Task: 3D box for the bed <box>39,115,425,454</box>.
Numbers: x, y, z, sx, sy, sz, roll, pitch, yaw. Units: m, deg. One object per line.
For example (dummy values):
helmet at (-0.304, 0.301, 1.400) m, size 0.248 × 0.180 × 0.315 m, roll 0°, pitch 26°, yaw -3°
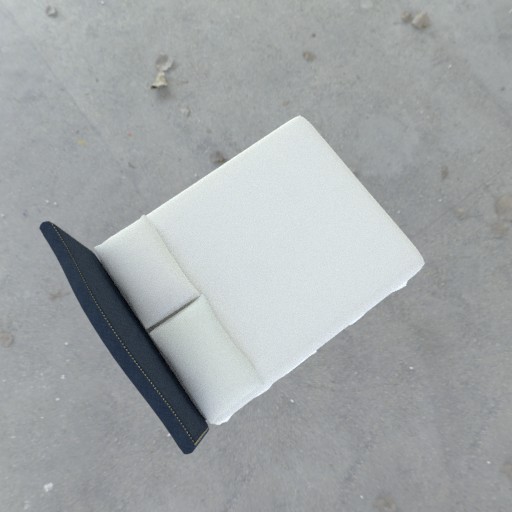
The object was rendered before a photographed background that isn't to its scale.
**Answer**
bed at (0.000, 0.000, 3.274) m, size 2.153 × 1.518 × 1.725 m, roll -35°, pitch 79°, yaw -8°
